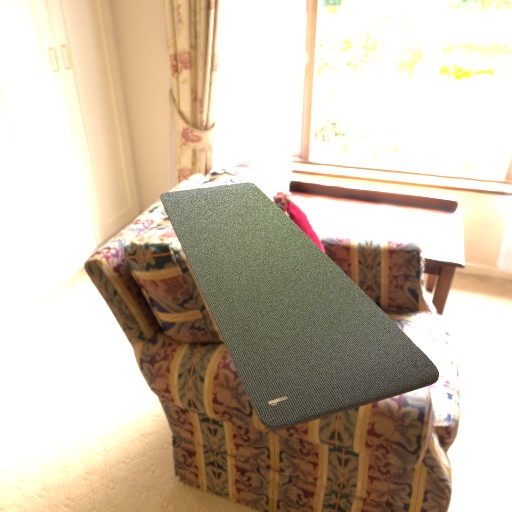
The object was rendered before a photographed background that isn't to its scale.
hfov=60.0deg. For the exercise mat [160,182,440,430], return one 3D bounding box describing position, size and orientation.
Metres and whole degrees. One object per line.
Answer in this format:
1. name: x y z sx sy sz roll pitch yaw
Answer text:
1. exercise mat: 0.000 0.000 2.074 0.616 0.021 1.869 -10 32 -17
